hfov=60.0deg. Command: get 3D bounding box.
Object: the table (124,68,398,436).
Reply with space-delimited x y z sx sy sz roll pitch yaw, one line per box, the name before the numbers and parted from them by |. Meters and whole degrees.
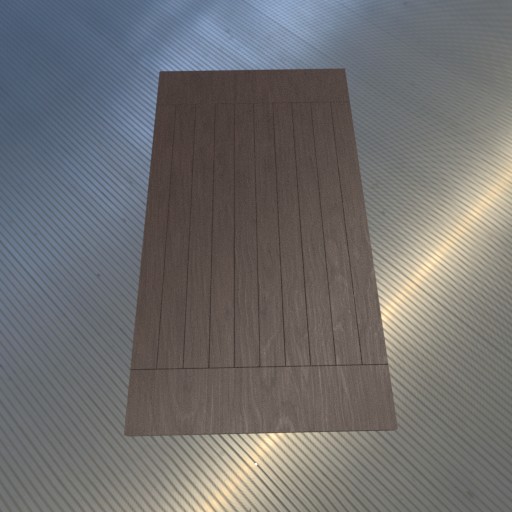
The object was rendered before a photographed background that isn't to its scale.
table | 0.000 0.000 1.392 0.600 0.494 1.062 -1 65 -1
